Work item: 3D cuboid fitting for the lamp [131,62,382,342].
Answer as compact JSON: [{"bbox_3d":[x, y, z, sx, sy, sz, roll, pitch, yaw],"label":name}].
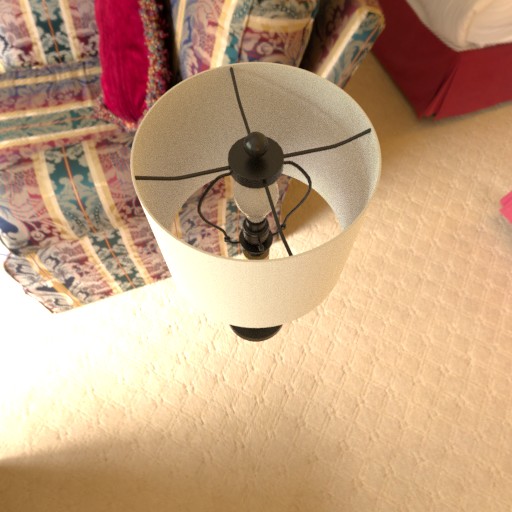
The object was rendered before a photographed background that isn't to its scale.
[{"bbox_3d":[0.000,0.000,0.807,0.305,0.640,0.305,31,68,14],"label":"lamp"}]
